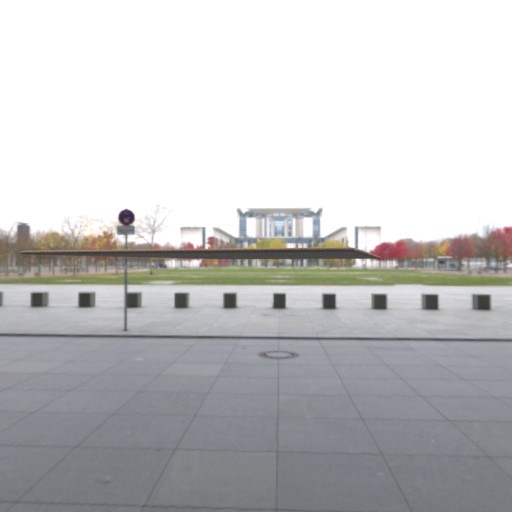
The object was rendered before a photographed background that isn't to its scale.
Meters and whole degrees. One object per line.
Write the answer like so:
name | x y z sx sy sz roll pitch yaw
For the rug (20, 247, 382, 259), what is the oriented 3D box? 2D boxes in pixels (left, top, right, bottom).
rug | 0.000 0.000 2.048 1.061 0.012 1.668 0 -1 18
